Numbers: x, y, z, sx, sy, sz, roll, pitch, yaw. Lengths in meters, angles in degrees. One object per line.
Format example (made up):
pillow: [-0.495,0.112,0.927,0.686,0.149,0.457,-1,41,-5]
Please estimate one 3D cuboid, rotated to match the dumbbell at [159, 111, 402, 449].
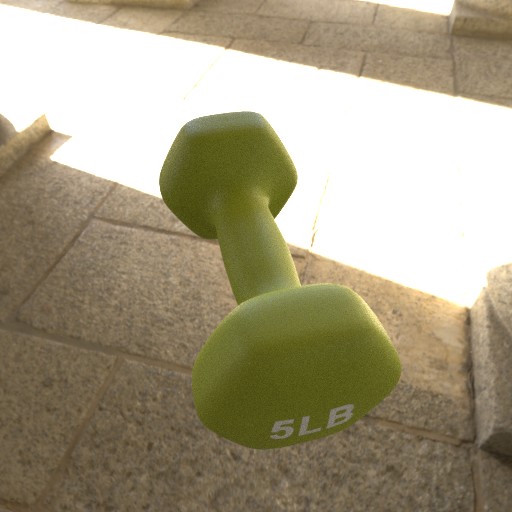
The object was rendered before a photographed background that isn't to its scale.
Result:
dumbbell: [0.000,0.000,0.209,0.080,0.072,0.164,-10,47,-9]
